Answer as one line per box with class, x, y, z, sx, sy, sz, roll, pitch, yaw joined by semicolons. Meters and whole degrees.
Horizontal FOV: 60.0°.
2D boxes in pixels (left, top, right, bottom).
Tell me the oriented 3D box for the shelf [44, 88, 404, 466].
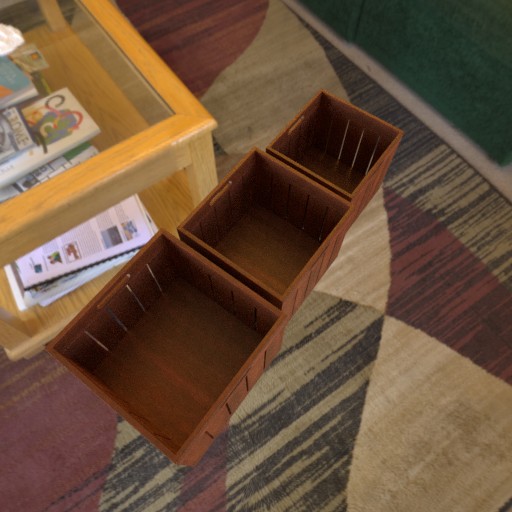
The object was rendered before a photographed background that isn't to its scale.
shelf;0.000;0.000;1.271;0.393;0.311;1.064;34;69;15
